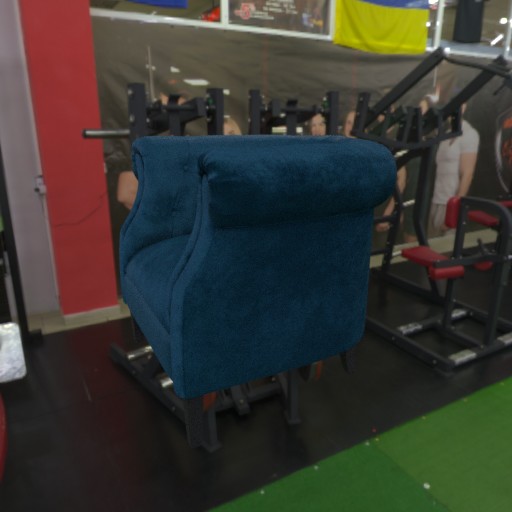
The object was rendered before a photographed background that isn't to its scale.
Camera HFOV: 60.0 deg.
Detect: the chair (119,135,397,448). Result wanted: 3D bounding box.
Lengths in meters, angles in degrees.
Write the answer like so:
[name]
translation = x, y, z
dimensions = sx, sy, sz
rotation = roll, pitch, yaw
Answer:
[chair]
translation = 0.000, 0.000, 1.599
dimensions = 0.851, 0.826, 0.904
rotation = -9, 20, -26
